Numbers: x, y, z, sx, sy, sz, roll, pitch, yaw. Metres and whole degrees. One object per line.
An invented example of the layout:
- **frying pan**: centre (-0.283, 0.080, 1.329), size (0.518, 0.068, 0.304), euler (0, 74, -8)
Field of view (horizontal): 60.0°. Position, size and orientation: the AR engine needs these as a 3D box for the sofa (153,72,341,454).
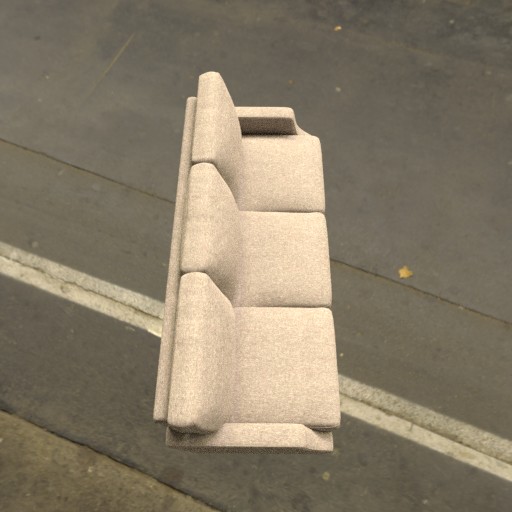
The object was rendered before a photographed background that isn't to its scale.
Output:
- **sofa**: centre (0.000, 0.000, 2.626), size (0.888, 0.984, 2.115), euler (0, 63, 0)
